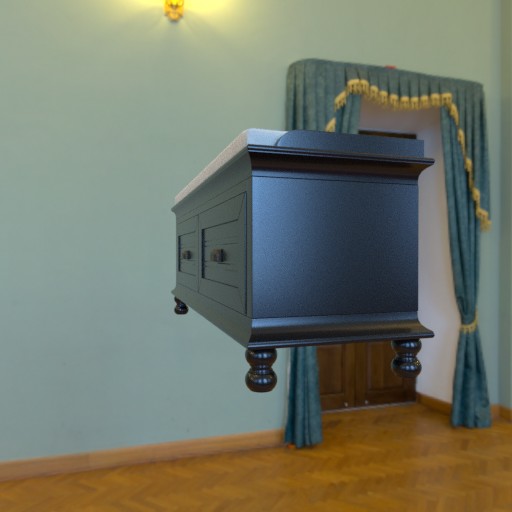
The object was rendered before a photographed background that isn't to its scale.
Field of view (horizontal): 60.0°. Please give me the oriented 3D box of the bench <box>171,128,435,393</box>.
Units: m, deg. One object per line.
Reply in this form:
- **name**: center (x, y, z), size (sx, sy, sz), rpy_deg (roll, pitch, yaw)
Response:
- **bench**: center (0.000, 0.000, 1.418), size (0.402, 0.501, 1.185), rpy_deg (0, 0, -17)
